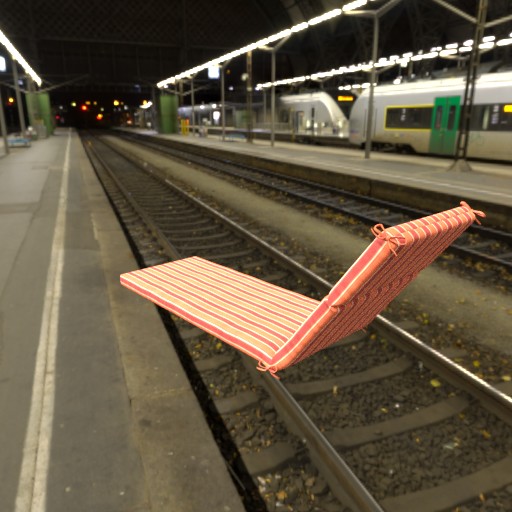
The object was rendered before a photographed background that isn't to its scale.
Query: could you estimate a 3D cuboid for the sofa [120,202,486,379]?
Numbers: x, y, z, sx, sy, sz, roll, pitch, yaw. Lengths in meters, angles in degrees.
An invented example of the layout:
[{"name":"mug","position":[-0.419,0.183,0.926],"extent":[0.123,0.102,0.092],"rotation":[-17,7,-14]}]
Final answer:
[{"name":"sofa","position":[0.000,0.000,1.950],"extent":[0.582,0.622,1.663],"rotation":[-15,23,-41]}]
